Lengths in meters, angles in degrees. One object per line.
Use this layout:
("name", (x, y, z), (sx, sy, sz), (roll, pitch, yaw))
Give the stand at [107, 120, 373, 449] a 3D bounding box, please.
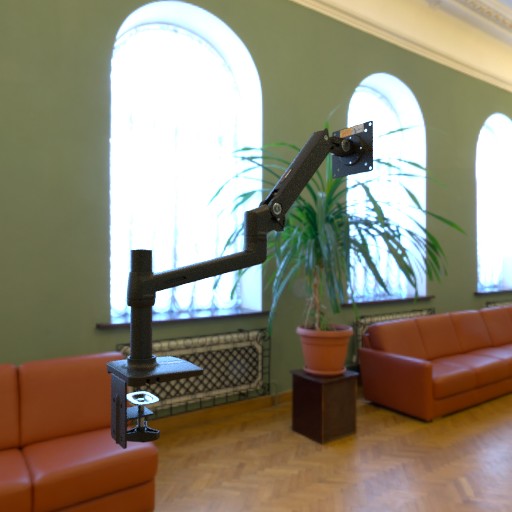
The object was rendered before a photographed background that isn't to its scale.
("stand", (0.000, 0.000, 1.023), (0.650, 0.713, 0.152), (0, 0, -36))
